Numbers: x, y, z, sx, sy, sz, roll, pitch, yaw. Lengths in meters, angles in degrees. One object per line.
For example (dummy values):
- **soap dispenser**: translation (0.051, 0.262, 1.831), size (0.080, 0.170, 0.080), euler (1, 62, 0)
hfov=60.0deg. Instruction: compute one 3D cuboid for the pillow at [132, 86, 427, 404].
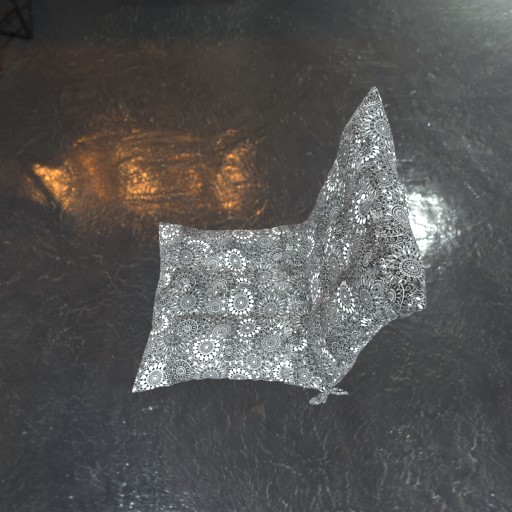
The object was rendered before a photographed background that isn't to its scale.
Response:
- **pillow**: translation (0.000, 0.000, 1.003), size (0.585, 0.536, 0.541), euler (0, 58, 0)
